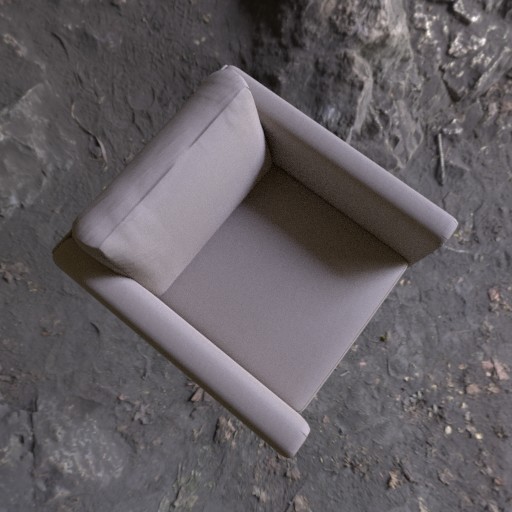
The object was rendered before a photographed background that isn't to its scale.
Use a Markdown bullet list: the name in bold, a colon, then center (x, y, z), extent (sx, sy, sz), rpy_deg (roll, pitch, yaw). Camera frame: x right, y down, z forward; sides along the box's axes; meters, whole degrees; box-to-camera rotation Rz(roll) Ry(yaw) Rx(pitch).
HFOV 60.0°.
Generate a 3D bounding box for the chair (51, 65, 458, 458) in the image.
- **chair**: center (0.000, 0.000, 1.621), extent (0.959, 0.838, 0.914), rpy_deg (37, 79, 9)
